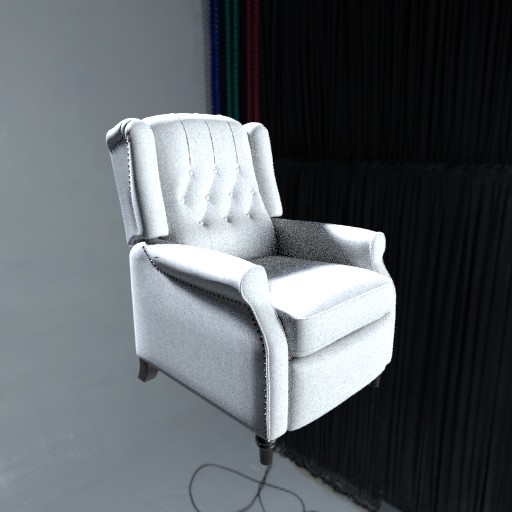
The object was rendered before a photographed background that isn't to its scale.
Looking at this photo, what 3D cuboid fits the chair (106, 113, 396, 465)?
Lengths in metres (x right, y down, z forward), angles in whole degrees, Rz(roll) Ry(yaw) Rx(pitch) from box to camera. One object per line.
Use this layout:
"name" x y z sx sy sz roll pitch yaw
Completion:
"chair" 0.000 0.000 1.645 0.742 1.035 0.902 -14 20 -43
